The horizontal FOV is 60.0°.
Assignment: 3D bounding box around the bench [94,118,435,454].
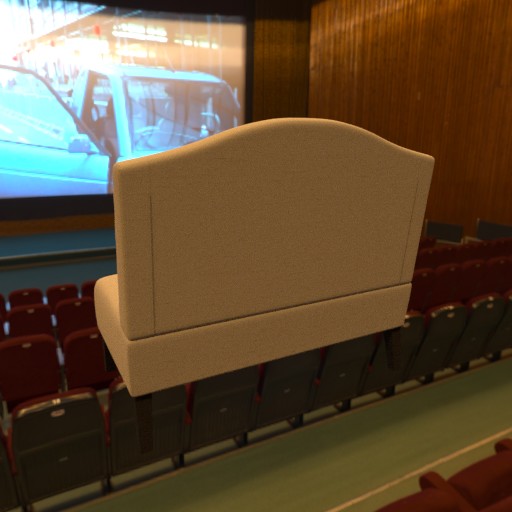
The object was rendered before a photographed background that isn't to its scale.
[{"bbox_3d":[0.000,0.000,2.028,1.335,1.180,0.815,-8,17,-27],"label":"bench"}]
